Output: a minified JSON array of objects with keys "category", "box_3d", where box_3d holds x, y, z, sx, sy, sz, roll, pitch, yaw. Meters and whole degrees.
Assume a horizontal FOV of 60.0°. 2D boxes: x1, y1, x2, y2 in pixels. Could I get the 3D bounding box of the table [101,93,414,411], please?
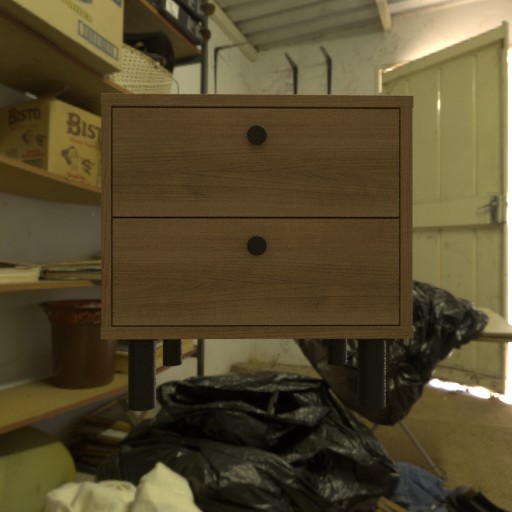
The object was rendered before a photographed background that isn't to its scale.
[{"category":"table","box_3d":[0.000,0.000,0.805,0.445,0.460,0.380,0,0,-1]}]
